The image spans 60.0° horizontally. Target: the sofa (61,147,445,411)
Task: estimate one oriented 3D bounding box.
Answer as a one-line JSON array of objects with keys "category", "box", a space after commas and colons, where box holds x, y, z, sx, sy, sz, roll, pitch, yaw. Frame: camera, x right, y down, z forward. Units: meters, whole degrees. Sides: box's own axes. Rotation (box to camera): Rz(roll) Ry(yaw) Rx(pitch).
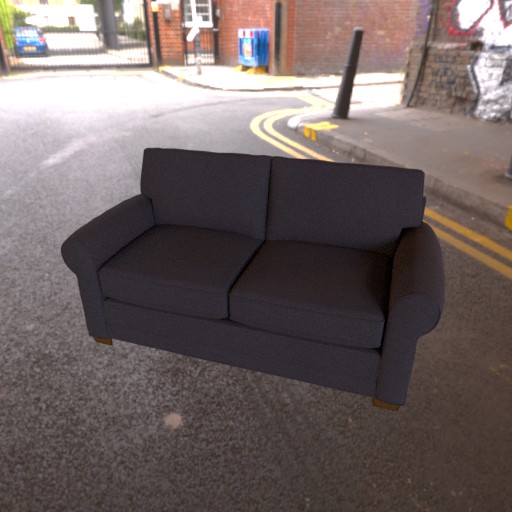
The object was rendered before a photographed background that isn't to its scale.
[{"category": "sofa", "box": [0.000, 0.000, 2.571, 2.009, 1.031, 0.951, 8, 28, 16]}]
